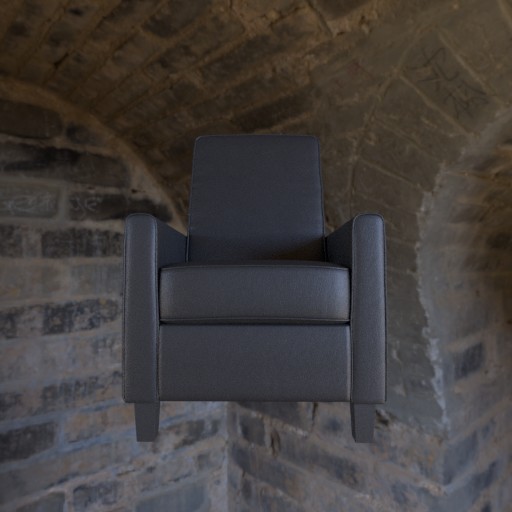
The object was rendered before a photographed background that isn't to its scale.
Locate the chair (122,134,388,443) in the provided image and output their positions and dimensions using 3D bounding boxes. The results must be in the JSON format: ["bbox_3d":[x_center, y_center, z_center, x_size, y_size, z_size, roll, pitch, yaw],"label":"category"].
[{"bbox_3d":[0.000,0.000,1.527,0.705,1.013,0.746,0,-1,1],"label":"chair"}]
